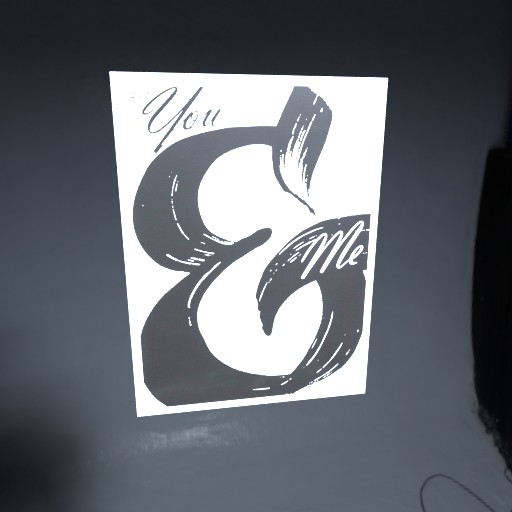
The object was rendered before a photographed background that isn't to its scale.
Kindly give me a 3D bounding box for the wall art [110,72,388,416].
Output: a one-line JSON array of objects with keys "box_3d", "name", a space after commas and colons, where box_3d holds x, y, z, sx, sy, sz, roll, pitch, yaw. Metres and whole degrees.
[{"box_3d": [0.000, 0.000, 0.801, 0.457, 0.609, 0.003, -3, 15, -10], "name": "wall art"}]
